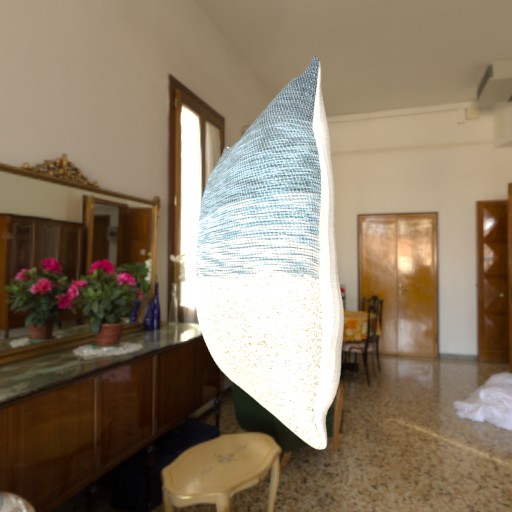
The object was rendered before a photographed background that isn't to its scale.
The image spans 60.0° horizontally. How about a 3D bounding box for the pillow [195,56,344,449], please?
[{"bbox_3d":[0.000,0.000,0.683,0.182,0.441,0.440,0,-1,-17],"label":"pillow"}]
